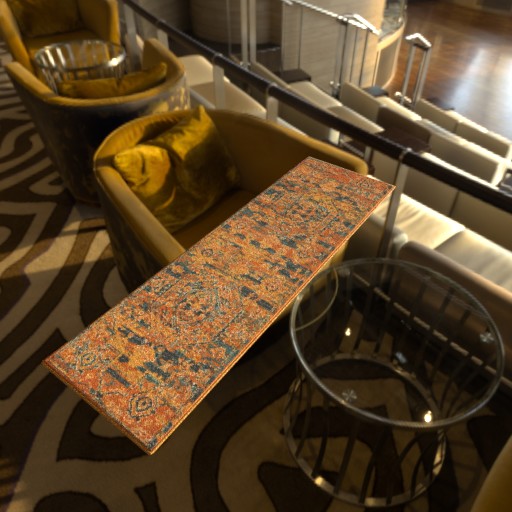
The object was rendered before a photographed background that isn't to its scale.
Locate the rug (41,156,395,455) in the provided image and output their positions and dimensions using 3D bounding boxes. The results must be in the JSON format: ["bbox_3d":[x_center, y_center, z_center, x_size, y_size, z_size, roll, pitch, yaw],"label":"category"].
[{"bbox_3d":[0.000,0.000,1.993,0.556,0.013,1.820,26,48,26],"label":"rug"}]
